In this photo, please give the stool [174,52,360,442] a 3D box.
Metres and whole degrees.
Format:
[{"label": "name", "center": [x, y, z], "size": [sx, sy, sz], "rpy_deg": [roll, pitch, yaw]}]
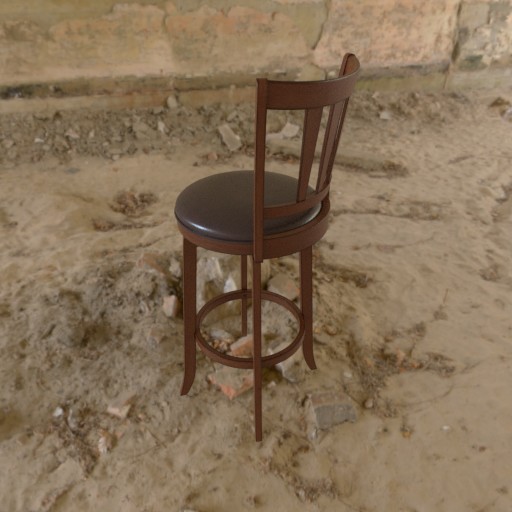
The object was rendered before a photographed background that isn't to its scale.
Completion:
[{"label": "stool", "center": [0.000, 0.000, 1.429], "size": [0.503, 1.177, 0.464], "rpy_deg": [20, 37, 29]}]
